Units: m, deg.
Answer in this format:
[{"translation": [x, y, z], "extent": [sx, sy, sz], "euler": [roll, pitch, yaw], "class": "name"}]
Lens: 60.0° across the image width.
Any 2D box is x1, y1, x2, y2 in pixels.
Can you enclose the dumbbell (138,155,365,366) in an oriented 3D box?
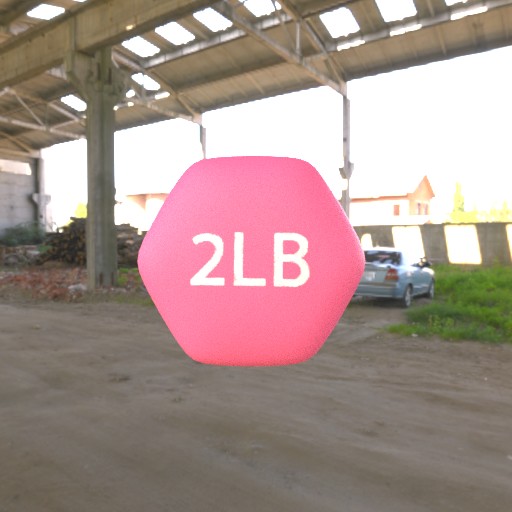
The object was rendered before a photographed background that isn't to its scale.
[{"translation": [0.000, 0.000, 0.174], "extent": [0.058, 0.053, 0.146], "euler": [0, 1, 2], "class": "dumbbell"}]
